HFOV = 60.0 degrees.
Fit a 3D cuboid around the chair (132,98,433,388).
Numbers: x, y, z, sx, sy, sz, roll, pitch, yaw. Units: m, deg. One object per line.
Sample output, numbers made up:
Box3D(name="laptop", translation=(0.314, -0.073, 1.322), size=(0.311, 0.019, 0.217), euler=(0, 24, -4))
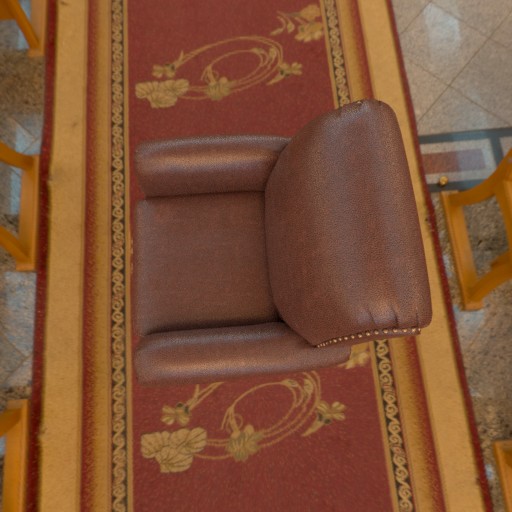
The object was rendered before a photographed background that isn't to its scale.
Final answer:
Box3D(name="chair", translation=(0.000, 0.000, 1.587), size=(0.890, 0.927, 0.854), euler=(-4, 74, -1))
